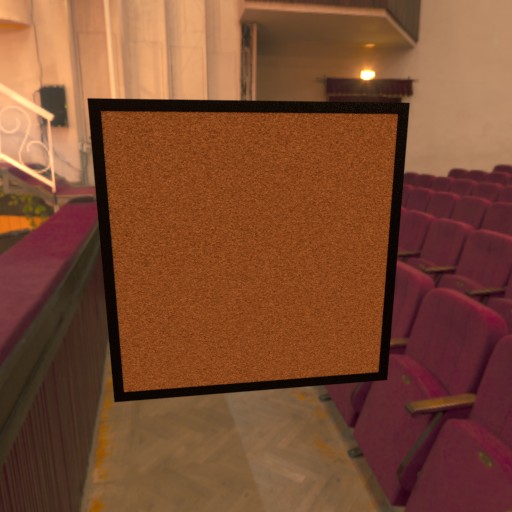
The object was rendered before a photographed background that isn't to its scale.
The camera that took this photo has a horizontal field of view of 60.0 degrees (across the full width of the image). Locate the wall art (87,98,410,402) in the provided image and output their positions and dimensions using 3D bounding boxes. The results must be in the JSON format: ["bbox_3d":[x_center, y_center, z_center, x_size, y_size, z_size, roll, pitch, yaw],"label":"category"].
[{"bbox_3d":[0.000,0.000,1.140,0.756,0.755,0.036,-2,14,-8],"label":"wall art"}]
